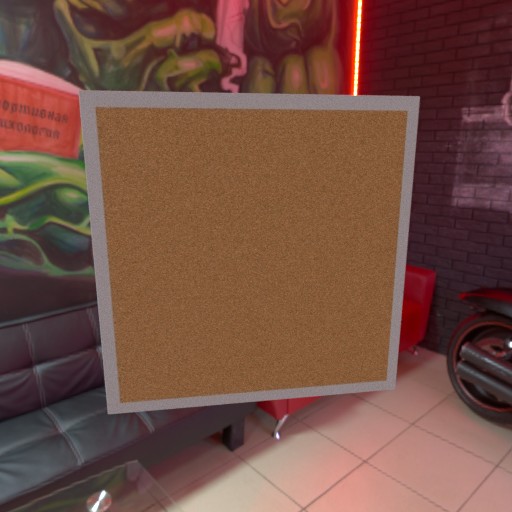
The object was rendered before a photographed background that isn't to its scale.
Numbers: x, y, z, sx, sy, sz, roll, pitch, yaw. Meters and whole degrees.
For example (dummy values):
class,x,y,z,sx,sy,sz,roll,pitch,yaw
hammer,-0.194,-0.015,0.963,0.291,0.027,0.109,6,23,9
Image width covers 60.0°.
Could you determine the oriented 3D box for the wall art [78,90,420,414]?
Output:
class,x,y,z,sx,sy,sz,roll,pitch,yaw
wall art,0.000,0.000,0.446,0.305,0.305,0.038,-2,14,-9
